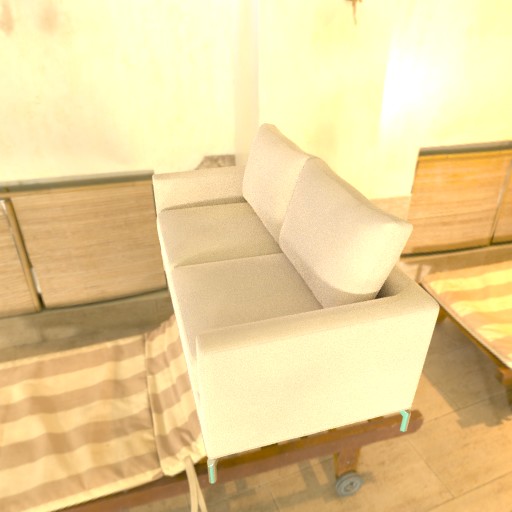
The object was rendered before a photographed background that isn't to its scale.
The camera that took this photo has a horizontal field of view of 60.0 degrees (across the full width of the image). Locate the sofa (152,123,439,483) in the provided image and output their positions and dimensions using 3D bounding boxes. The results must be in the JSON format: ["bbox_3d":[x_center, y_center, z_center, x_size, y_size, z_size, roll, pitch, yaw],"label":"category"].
[{"bbox_3d":[0.000,0.000,2.306,0.906,0.995,1.739,-8,31,-14],"label":"sofa"}]
